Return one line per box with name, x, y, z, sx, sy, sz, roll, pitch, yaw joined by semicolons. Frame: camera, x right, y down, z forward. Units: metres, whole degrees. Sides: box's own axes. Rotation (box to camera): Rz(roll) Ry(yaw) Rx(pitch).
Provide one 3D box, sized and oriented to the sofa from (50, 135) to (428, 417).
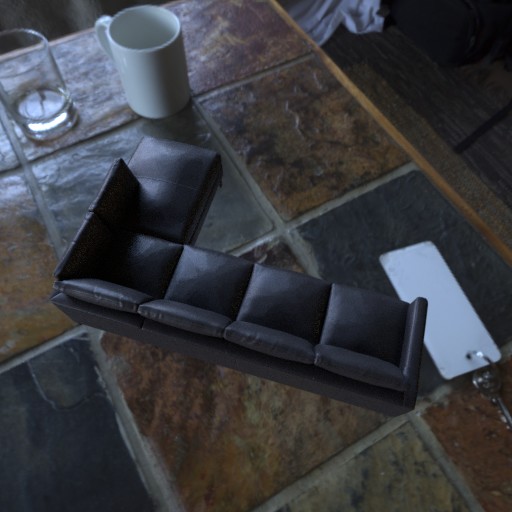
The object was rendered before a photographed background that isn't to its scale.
sofa;0.000;0.000;3.977;2.984;0.877;1.938;15;65;7
